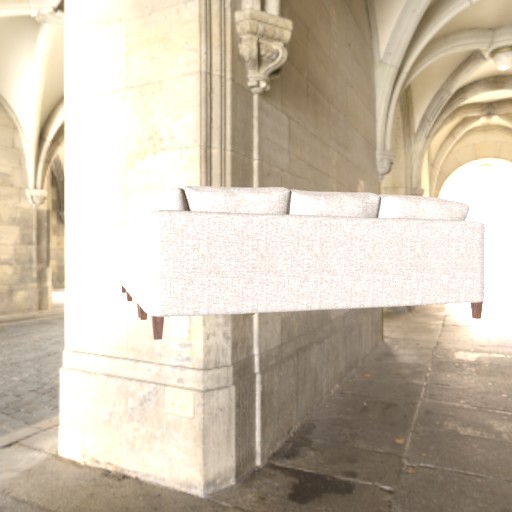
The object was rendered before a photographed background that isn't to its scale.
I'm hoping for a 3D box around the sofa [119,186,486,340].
[{"bbox_3d":[0.000,0.000,4.587,2.593,0.959,3.460,0,0,-20],"label":"sofa"}]
